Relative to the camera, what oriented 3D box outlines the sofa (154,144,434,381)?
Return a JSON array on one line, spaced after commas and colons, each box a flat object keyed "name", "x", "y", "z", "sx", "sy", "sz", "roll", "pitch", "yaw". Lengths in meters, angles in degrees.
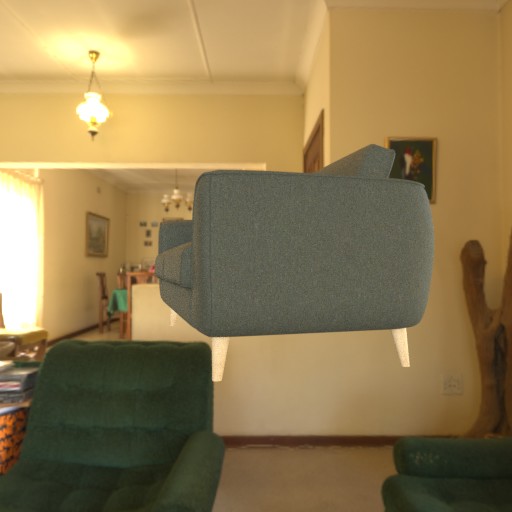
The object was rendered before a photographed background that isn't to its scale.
[{"name": "sofa", "x": 0.000, "y": 0.000, "z": 2.229, "sx": 0.920, "sy": 0.850, "sz": 1.700, "roll": 0, "pitch": -1, "yaw": -17}]
